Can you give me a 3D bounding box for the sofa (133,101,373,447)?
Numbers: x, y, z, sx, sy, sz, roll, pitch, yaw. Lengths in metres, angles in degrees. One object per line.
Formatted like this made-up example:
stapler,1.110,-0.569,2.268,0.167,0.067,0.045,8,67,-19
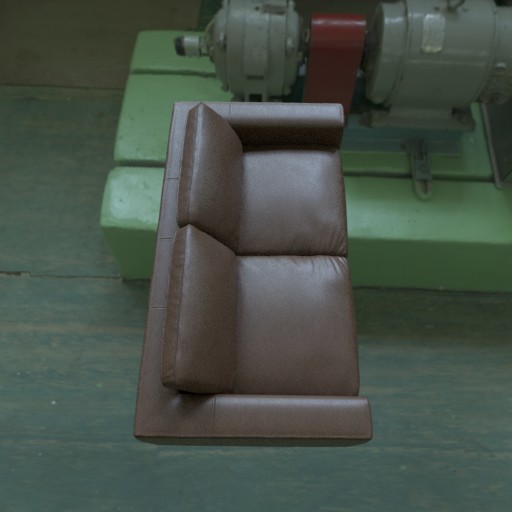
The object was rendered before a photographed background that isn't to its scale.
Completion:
sofa,0.000,0.000,2.453,1.070,0.800,1.920,1,65,0
